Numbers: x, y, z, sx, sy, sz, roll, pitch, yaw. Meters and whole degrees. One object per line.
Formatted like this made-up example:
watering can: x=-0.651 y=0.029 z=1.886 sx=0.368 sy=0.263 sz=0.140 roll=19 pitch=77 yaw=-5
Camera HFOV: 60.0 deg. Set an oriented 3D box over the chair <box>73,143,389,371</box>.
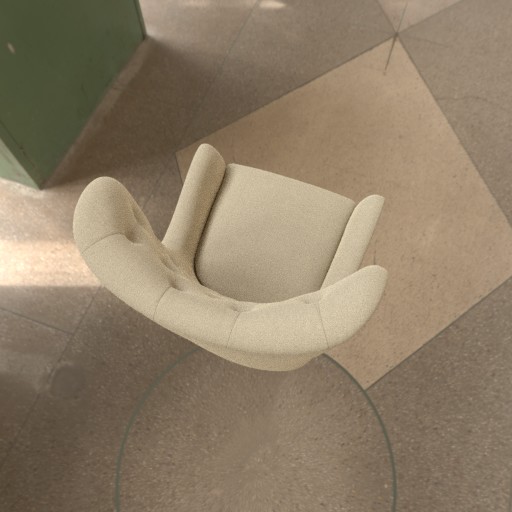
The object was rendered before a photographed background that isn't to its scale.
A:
chair: x=0.000 y=0.000 z=1.682 sx=0.831 sy=1.079 sz=0.929 roll=19 pitch=66 yaw=9
